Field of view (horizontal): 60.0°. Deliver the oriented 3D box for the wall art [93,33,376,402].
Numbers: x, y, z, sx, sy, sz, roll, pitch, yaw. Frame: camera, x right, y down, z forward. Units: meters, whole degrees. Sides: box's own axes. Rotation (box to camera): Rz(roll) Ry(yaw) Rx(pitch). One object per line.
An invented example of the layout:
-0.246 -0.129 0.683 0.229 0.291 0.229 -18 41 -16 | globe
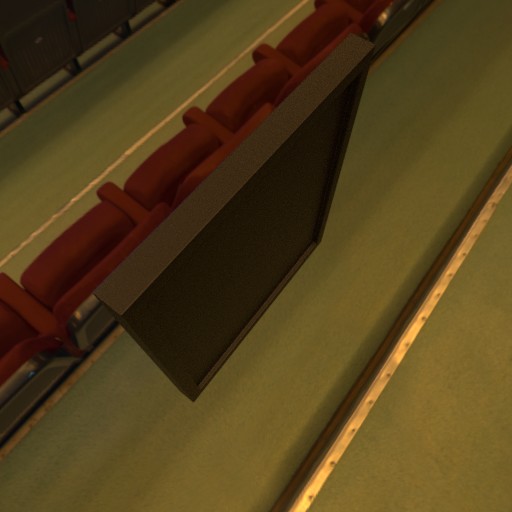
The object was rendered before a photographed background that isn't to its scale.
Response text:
0.000 0.000 0.522 0.028 0.381 0.328 34 68 16 | wall art
